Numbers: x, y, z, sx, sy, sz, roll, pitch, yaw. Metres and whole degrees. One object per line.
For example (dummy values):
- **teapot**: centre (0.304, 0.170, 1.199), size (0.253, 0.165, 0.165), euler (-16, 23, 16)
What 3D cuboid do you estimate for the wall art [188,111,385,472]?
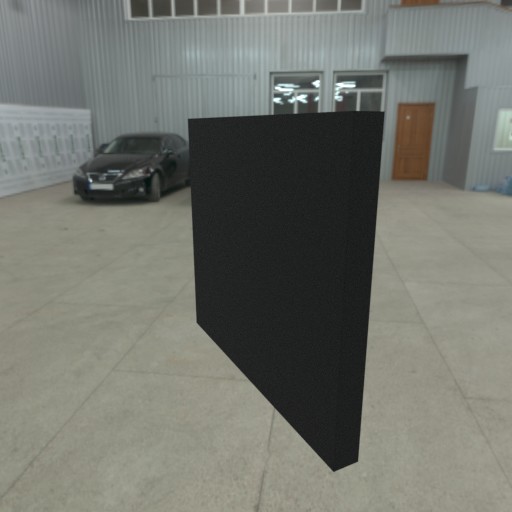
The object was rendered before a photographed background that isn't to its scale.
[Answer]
- **wall art**: centre (0.000, 0.000, 0.548), size (0.031, 0.330, 0.381), euler (-8, 18, -26)
